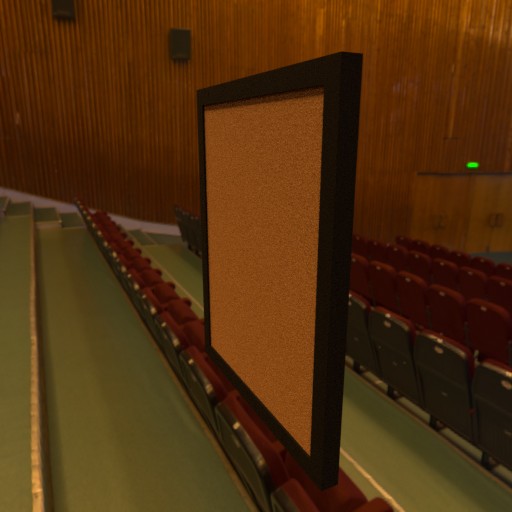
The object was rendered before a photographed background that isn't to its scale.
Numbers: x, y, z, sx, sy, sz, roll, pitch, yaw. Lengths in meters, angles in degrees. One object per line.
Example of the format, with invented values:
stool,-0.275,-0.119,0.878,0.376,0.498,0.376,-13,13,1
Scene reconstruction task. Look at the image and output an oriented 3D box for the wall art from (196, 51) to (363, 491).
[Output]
wall art,0.000,0.000,0.741,0.029,0.559,0.457,-7,17,-26
